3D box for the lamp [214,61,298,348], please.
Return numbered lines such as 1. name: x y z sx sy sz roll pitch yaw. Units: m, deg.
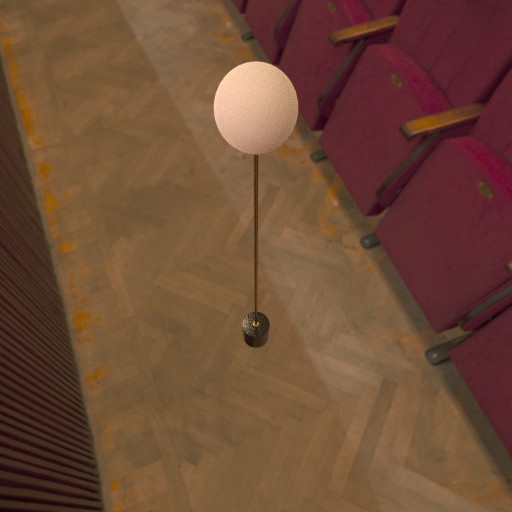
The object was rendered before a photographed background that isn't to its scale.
1. lamp: 0.000 0.000 1.845 0.229 1.748 0.229 -17 59 -10
